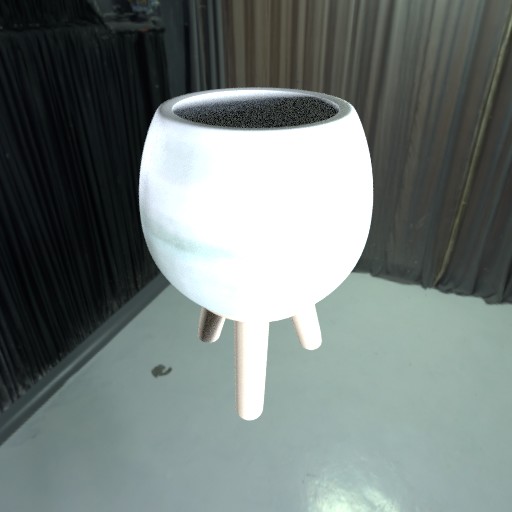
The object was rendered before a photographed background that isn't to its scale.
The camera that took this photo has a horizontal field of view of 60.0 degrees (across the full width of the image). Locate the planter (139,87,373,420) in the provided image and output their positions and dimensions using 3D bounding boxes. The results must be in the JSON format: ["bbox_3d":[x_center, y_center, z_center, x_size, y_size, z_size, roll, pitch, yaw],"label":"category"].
[{"bbox_3d":[0.000,0.000,0.339,0.161,0.224,0.161,0,31,0],"label":"planter"}]
